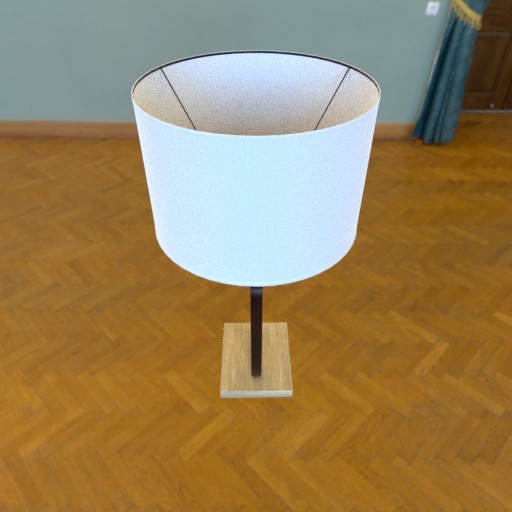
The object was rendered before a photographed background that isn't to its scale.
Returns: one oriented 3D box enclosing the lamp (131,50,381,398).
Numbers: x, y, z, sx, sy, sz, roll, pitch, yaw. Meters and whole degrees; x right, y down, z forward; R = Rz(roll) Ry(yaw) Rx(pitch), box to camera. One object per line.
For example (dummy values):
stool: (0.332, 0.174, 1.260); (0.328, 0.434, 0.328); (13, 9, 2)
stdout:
lamp: (0.000, 0.000, 0.667); (0.279, 0.508, 0.279); (0, 40, 0)
